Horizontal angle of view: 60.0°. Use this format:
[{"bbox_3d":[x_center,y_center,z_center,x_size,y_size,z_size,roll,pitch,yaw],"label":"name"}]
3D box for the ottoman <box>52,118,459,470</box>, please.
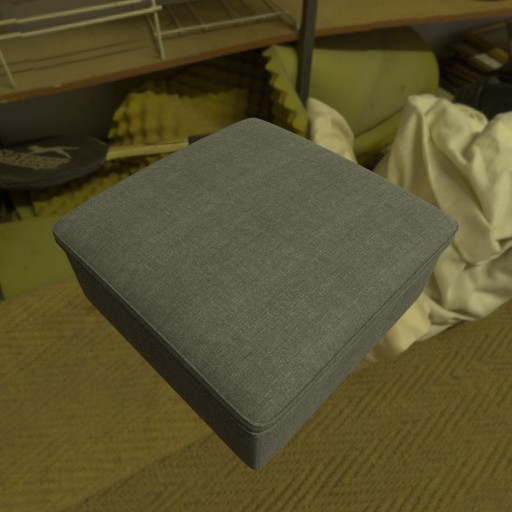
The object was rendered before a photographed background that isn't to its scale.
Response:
[{"bbox_3d":[0.000,0.000,1.698,1.067,0.559,1.067,36,56,28],"label":"ottoman"}]
